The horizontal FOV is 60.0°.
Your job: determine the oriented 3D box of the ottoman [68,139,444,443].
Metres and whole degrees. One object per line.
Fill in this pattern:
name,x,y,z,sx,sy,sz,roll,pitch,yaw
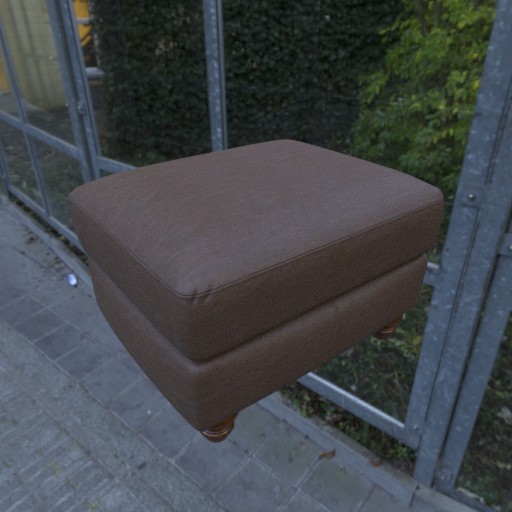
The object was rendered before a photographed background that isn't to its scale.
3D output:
ottoman,0.000,0.000,1.206,0.787,0.508,0.635,-20,35,-32
